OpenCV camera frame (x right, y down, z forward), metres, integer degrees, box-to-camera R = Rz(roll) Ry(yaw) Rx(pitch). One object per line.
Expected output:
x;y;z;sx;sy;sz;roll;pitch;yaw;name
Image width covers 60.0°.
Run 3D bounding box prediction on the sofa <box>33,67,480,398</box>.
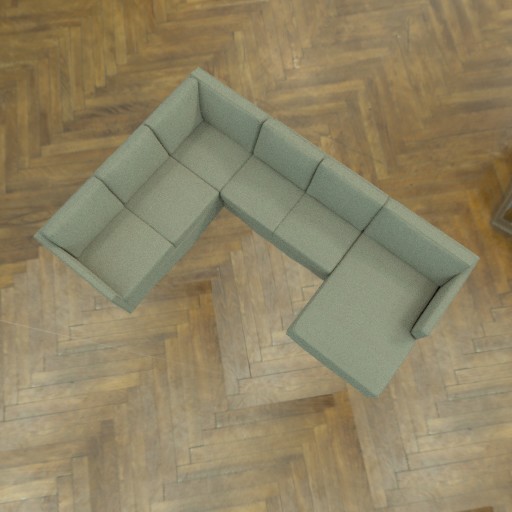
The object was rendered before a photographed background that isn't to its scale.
0.000;0.000;4.373;3.460;0.882;2.427;37;77;10;sofa
